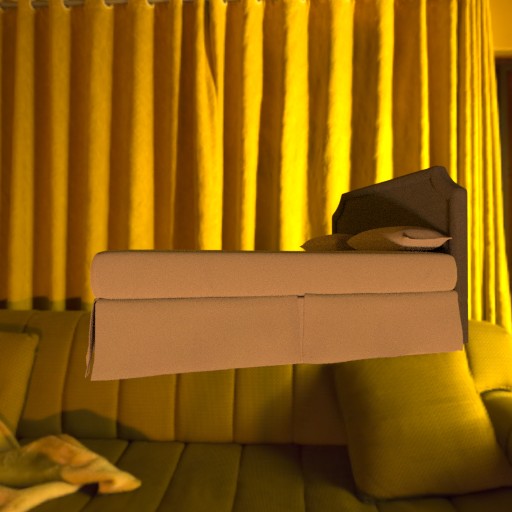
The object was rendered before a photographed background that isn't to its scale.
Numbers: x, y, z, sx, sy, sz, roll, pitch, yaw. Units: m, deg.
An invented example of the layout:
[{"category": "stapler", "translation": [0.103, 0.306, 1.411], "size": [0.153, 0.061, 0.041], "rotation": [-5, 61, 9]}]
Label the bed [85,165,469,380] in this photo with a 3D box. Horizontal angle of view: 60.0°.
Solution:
[{"category": "bed", "translation": [0.000, 0.000, 3.508], "size": [2.464, 1.306, 1.977], "rotation": [0, -1, -18]}]
